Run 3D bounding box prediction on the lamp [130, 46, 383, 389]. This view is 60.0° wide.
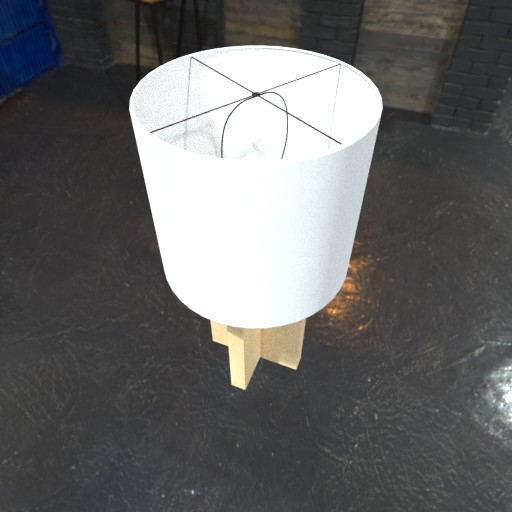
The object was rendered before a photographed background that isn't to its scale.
[{"bbox_3d":[0.000,0.000,0.559,0.229,0.428,0.229,16,48,15],"label":"lamp"}]
